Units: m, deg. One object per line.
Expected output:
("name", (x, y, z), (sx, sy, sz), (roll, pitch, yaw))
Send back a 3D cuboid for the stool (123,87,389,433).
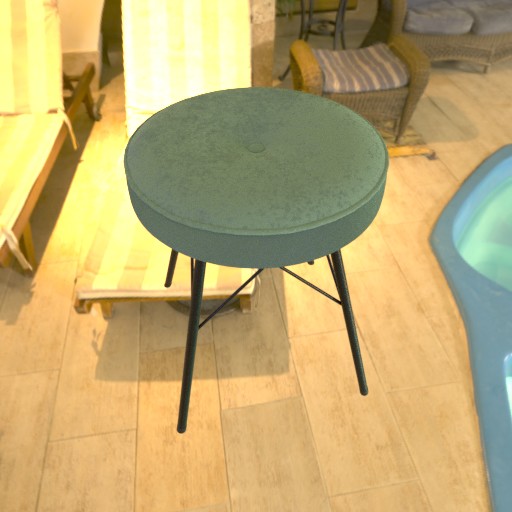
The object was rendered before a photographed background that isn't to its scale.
("stool", (0.000, 0.000, 0.860), (0.457, 0.519, 0.458), (-2, 45, -2))
